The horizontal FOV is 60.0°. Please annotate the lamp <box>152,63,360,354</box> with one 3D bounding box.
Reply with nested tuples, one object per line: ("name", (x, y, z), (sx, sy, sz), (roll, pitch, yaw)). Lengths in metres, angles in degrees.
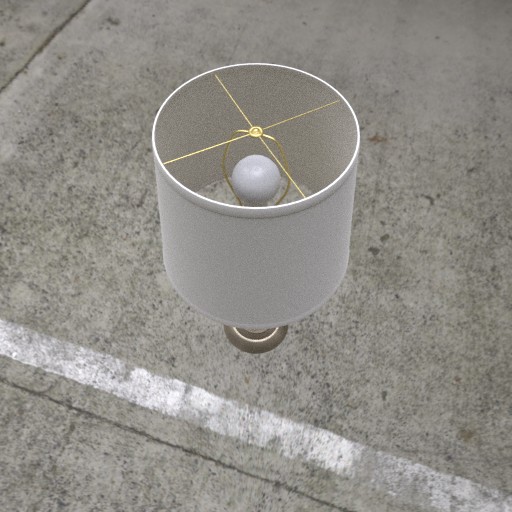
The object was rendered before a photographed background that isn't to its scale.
("lamp", (0.000, 0.000, 0.824), (0.328, 0.619, 0.328), (0, 58, 0))
